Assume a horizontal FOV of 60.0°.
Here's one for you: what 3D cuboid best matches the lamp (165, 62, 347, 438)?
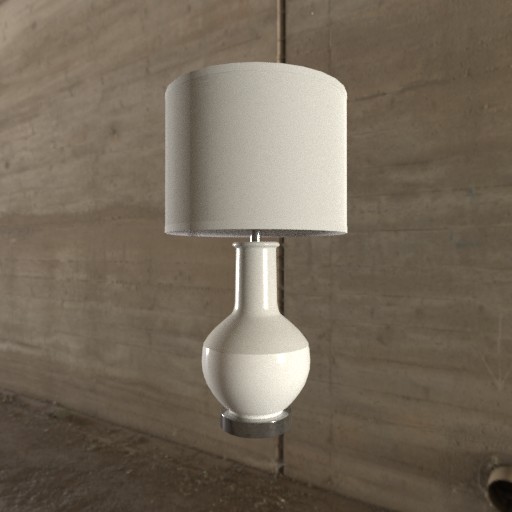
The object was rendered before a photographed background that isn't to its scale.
[{"bbox_3d":[0.000,0.000,0.886,0.357,0.673,0.357,0,0,0],"label":"lamp"}]
